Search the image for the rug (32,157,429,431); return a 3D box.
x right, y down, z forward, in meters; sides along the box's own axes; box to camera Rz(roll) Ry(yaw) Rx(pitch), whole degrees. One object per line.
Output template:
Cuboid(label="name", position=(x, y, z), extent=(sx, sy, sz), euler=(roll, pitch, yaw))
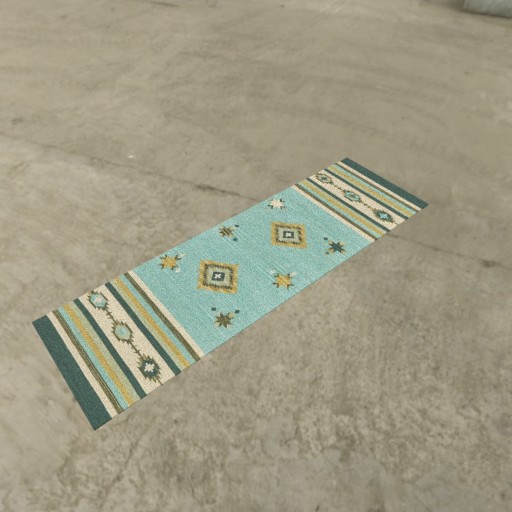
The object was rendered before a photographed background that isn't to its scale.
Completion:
Cuboid(label="rug", position=(0.000, 0.000, 2.673), extent=(2.441, 0.010, 0.744), euler=(-31, 53, -27))
